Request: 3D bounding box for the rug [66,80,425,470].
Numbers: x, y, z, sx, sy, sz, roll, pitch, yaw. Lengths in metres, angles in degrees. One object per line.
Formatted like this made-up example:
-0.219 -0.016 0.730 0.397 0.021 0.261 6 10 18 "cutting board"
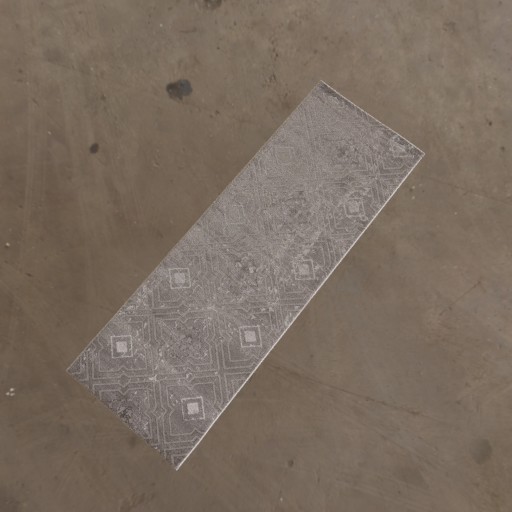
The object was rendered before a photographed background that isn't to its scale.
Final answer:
0.000 0.000 2.650 0.832 0.035 2.381 38 80 8 "rug"
